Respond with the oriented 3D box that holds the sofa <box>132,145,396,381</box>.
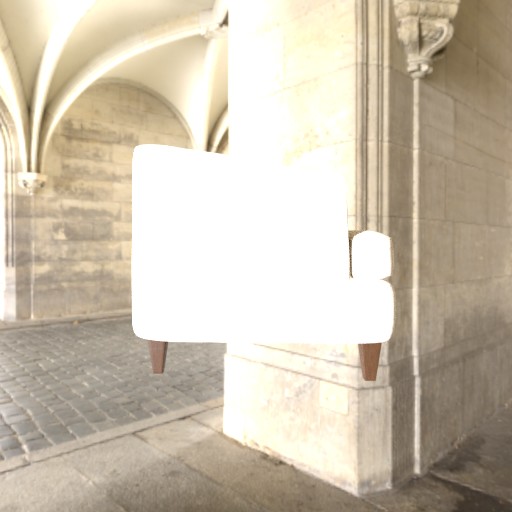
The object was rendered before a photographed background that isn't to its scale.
[{"bbox_3d":[0.000,0.000,2.246,0.941,0.855,1.733,0,1,0],"label":"sofa"}]
